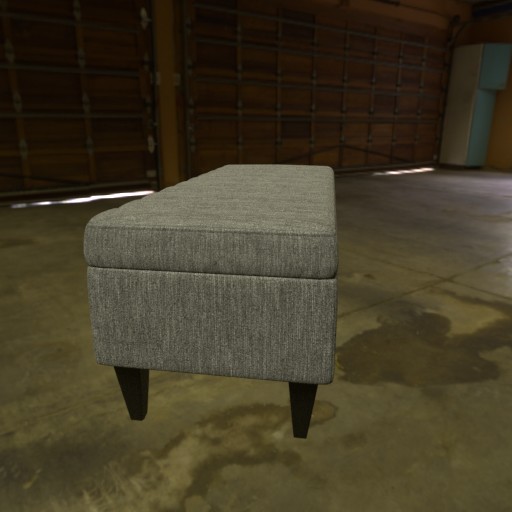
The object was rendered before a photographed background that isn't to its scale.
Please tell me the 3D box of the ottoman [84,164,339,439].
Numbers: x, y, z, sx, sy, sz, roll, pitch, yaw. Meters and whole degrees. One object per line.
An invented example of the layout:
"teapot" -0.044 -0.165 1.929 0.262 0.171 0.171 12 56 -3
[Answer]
"ottoman" 0.000 0.000 1.374 0.482 0.469 1.151 3 17 9
